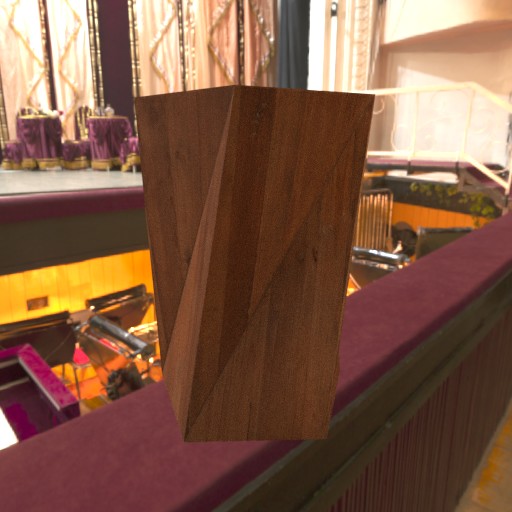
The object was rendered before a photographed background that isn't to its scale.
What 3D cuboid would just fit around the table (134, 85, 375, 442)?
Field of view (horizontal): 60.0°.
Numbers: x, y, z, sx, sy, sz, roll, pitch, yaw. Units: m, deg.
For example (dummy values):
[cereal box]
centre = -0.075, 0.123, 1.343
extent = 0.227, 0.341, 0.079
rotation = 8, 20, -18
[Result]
[table]
centre = 0.000, 0.000, 0.902
extent = 0.441, 0.604, 0.425
rotation = -14, 20, -43
